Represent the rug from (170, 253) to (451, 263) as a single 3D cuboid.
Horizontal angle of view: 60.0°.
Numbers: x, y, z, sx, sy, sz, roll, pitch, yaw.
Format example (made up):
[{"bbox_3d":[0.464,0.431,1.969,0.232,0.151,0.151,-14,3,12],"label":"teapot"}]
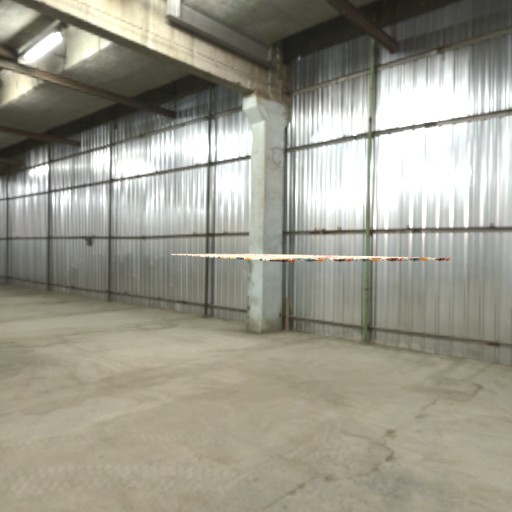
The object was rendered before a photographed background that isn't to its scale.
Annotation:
[{"bbox_3d":[0.000,0.000,2.941,0.763,0.015,2.682,0,1,-19],"label":"rug"}]
